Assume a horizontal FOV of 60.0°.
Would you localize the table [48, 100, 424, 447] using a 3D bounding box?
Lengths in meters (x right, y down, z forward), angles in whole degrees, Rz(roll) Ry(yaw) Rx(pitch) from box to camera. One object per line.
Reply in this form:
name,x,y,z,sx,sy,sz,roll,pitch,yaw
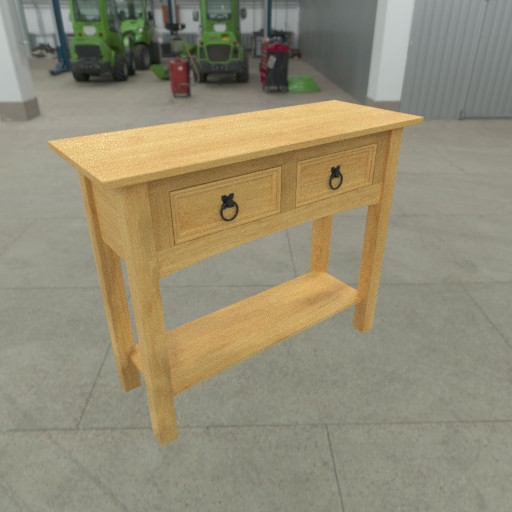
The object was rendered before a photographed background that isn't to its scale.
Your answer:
table,0.000,0.000,1.275,0.900,0.728,0.340,-20,34,-32
